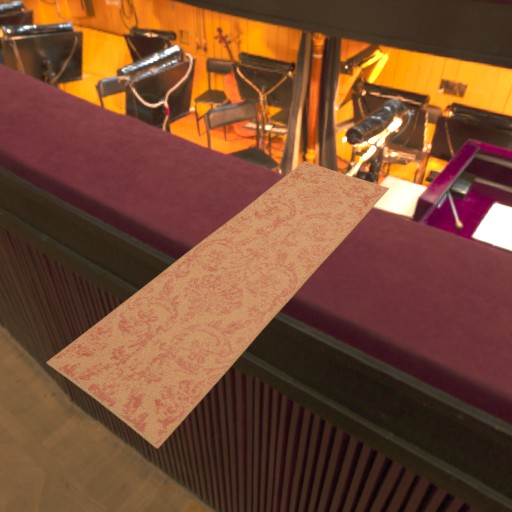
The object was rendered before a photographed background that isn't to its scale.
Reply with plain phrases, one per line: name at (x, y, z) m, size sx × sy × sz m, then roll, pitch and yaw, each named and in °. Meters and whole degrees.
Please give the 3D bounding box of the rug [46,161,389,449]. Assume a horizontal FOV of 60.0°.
rug at (0.000, 0.000, 2.443) m, size 0.662 × 0.011 × 2.196 m, roll 24°, pitch 46°, yaw 26°
